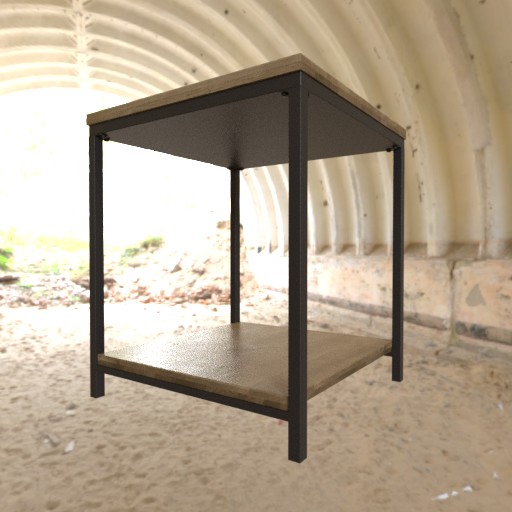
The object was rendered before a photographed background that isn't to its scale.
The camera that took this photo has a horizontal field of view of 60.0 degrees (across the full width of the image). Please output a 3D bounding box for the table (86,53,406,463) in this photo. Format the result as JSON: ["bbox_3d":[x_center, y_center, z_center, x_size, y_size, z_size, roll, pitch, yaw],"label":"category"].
[{"bbox_3d":[0.000,0.000,0.983,0.507,0.589,0.503,1,1,35],"label":"table"}]
